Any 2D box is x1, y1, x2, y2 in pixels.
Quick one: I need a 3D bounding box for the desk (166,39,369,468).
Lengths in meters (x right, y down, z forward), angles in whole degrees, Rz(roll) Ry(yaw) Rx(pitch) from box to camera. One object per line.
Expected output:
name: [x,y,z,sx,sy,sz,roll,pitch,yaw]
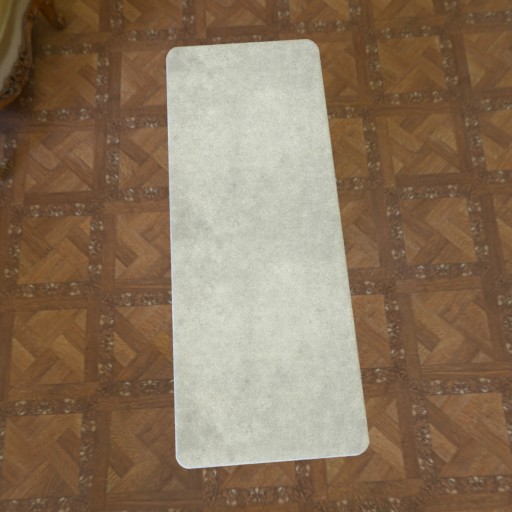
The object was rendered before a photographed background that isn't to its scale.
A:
desk: [0.000,0.000,1.786,0.550,0.755,1.400,-4,75,-1]
